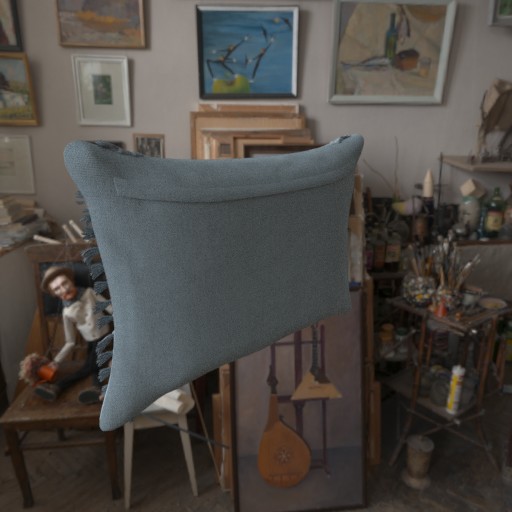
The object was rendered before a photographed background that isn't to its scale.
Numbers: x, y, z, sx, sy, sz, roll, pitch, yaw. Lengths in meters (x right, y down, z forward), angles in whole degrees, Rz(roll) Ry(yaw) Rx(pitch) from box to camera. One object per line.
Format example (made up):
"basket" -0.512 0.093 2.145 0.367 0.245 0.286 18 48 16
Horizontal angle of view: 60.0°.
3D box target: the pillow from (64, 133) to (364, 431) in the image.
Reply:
"pillow" 0.000 0.000 0.579 0.466 0.305 0.084 -16 23 -42
